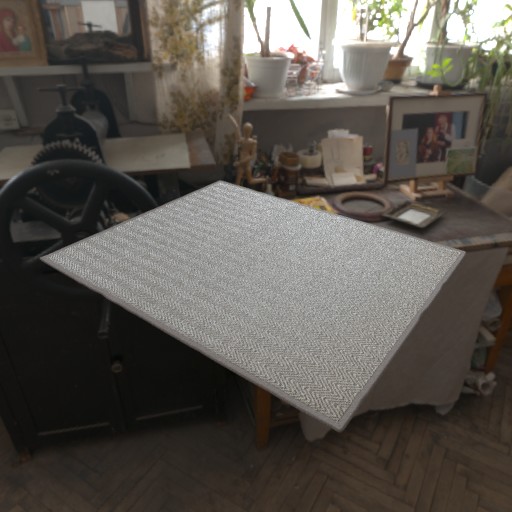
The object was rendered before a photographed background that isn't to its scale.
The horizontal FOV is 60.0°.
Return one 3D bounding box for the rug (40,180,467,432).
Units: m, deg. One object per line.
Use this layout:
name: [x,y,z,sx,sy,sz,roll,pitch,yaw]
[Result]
rug: [0.000,0.000,3.997,3.007,0.032,2.434,21,37,32]
